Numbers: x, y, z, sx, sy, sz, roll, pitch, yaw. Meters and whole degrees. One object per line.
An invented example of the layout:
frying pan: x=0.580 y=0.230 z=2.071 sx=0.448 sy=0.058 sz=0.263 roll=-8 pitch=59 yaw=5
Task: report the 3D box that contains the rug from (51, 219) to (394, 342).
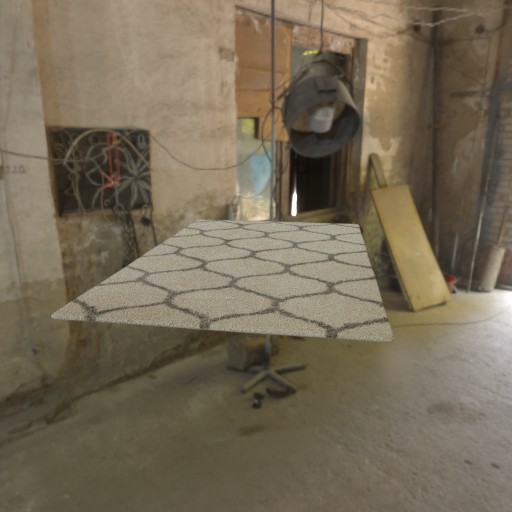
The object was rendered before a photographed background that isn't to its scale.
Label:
rug: x=0.000 y=0.000 z=2.993 sx=1.501 sy=0.024 sz=2.348 roll=2 pitch=16 yaw=9
